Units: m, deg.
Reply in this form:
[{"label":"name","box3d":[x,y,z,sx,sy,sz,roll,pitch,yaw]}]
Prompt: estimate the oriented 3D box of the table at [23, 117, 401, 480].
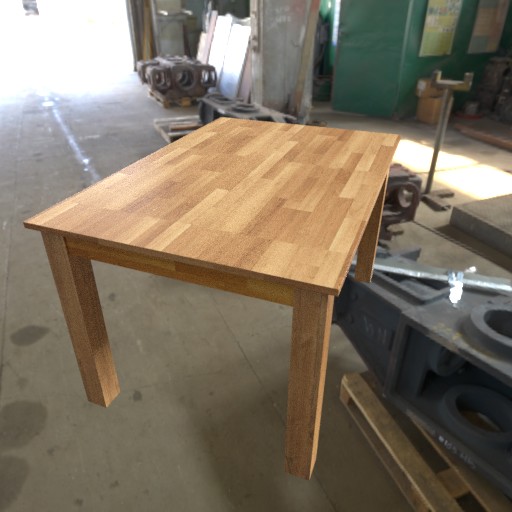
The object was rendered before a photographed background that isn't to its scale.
[{"label":"table","box3d":[0.000,0.000,1.818,0.900,0.750,1.300,11,33,18]}]
